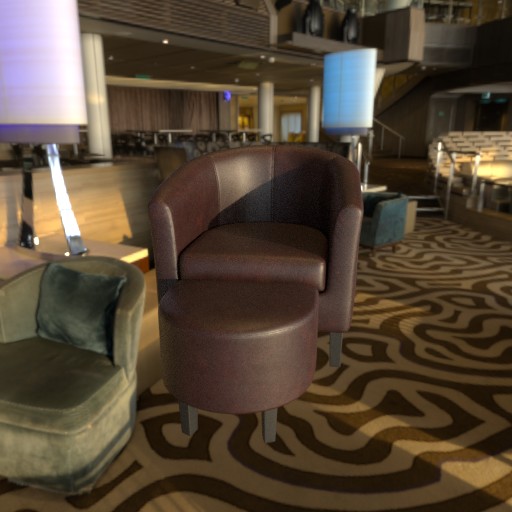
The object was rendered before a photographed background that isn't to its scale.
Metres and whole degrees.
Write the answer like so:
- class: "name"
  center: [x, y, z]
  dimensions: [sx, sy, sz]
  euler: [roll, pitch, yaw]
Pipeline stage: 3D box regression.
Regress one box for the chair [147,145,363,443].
- class: "chair"
  center: [0.000, 0.000, 1.617]
  dimensions: [0.737, 0.755, 1.176]
  euler: [2, 16, 8]
